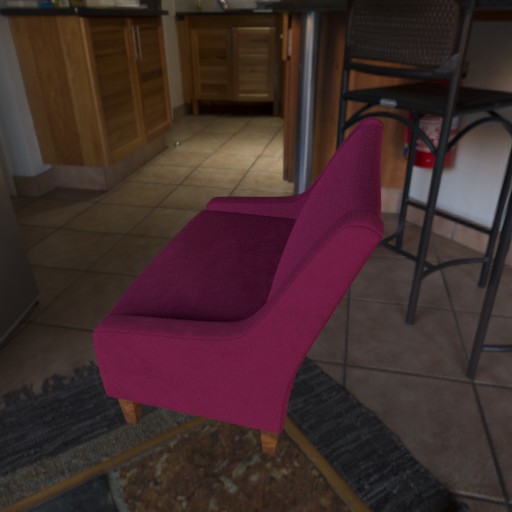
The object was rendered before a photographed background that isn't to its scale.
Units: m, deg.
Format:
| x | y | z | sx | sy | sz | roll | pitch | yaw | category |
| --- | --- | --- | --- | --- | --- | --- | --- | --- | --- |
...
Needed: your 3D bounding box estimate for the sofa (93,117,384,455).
| x | y | z | sx | sy | sz | roll | pitch | yaw | category |
| --- | --- | --- | --- | --- | --- | --- | --- | --- | --- |
| 0.000 | 0.000 | 1.910 | 0.946 | 0.976 | 1.242 | 7 | 30 | 12 | sofa |
